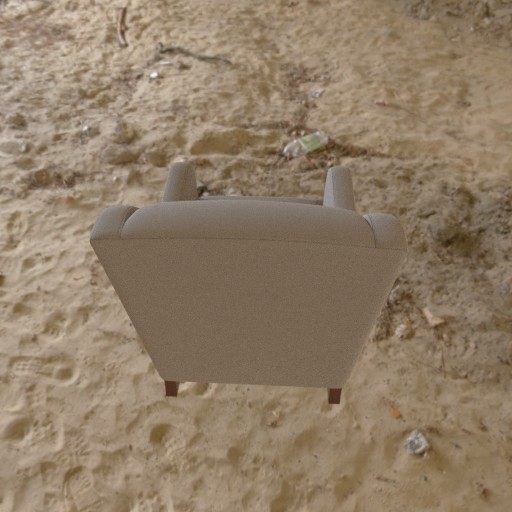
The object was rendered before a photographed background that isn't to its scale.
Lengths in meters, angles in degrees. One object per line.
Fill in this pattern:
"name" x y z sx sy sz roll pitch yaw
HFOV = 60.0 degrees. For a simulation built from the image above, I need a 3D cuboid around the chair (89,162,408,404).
"chair" 0.000 0.000 1.596 0.715 1.010 0.863 2 46 2
